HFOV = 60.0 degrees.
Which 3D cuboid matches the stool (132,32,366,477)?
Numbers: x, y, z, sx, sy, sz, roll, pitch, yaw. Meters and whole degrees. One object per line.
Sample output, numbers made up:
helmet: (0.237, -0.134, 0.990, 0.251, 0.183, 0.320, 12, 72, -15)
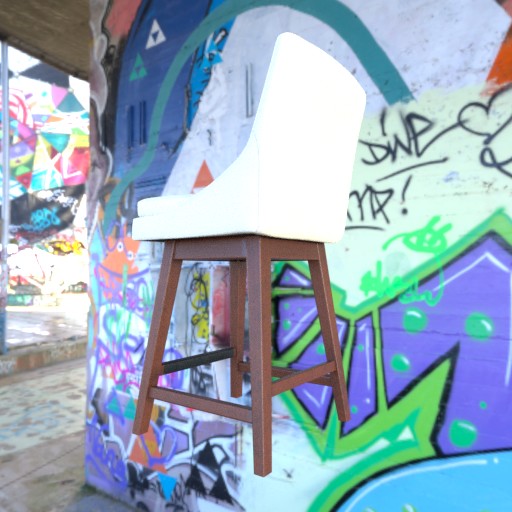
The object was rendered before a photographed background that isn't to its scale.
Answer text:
stool: (0.000, 0.000, 1.288, 0.559, 0.991, 0.469, -1, -2, 36)
